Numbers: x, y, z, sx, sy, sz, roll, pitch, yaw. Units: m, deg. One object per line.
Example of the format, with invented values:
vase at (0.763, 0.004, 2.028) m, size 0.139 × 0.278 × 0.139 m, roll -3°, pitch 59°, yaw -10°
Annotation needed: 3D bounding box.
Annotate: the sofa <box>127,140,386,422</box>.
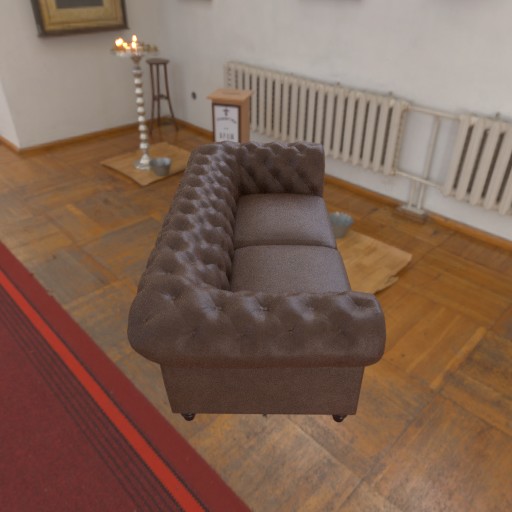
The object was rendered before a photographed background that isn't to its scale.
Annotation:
sofa at (0.000, 0.000, 2.525) m, size 0.955 × 0.784 × 2.048 m, roll 0°, pitch 32°, yaw 1°
